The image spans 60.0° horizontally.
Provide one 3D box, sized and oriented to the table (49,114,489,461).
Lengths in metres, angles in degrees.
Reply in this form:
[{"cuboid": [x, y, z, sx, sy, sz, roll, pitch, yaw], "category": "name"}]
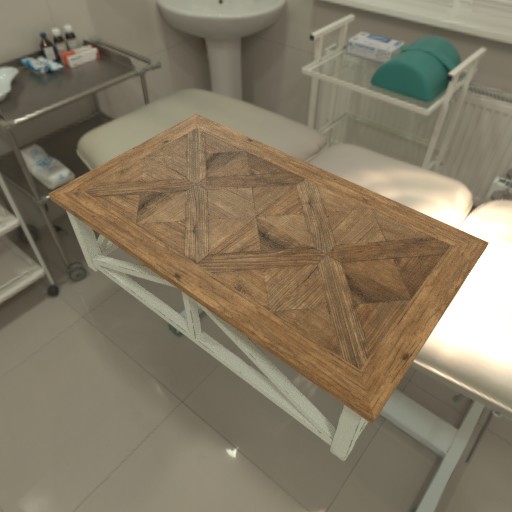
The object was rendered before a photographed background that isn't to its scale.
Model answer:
[{"cuboid": [0.000, 0.000, 1.749, 1.400, 0.410, 0.800, 30, 53, 26], "category": "table"}]
